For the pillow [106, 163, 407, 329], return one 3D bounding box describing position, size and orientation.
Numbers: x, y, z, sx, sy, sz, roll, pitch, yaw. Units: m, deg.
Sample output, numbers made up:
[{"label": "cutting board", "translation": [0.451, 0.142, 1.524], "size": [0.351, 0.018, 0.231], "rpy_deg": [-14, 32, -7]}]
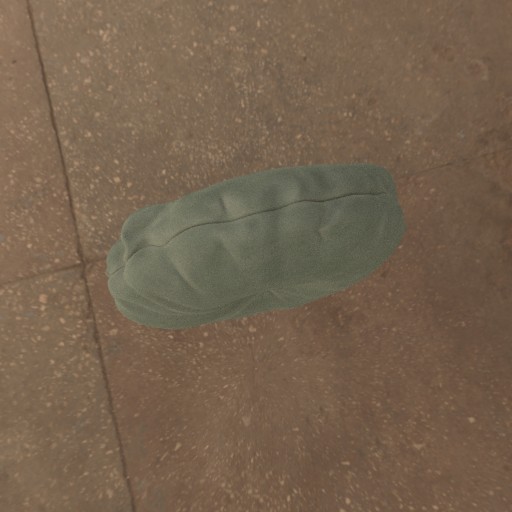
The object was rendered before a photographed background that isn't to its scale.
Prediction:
[{"label": "pillow", "translation": [0.000, 0.000, 0.637], "size": [0.428, 0.407, 0.148], "rpy_deg": [-14, 76, -3]}]
